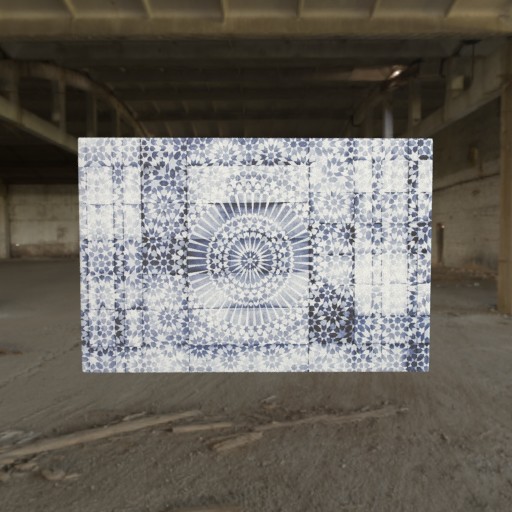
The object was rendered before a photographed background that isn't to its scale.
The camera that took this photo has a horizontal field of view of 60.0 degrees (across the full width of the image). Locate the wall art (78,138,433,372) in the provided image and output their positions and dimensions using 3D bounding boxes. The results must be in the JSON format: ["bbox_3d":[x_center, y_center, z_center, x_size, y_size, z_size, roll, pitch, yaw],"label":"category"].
[{"bbox_3d":[0.000,0.000,1.179,0.911,0.608,0.057,0,3,-1],"label":"wall art"}]
